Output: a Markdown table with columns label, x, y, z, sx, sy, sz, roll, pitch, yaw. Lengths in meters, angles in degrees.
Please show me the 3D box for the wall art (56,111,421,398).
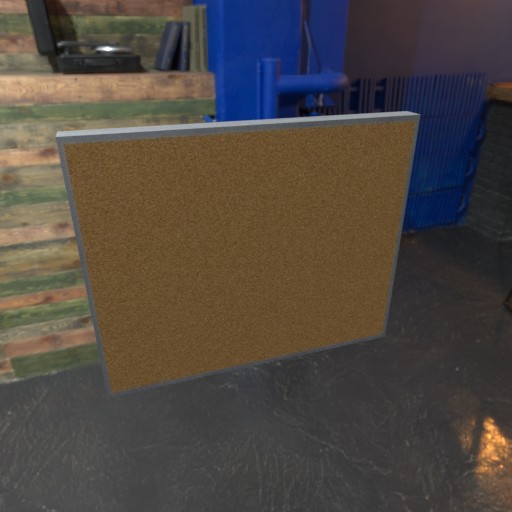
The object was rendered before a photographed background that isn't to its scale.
| label | x | y | z | sx | sy | sz | roll | pitch | yaw |
| --- | --- | --- | --- | --- | --- | --- | --- | --- | --- |
| wall art | 0.000 | 0.000 | 0.767 | 0.557 | 0.450 | 0.037 | -8 | 28 | -16 |
